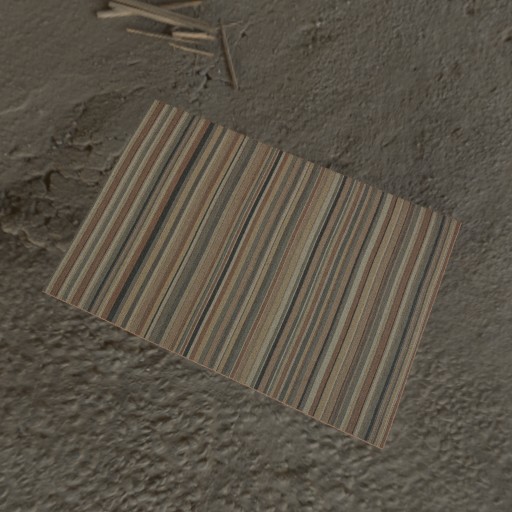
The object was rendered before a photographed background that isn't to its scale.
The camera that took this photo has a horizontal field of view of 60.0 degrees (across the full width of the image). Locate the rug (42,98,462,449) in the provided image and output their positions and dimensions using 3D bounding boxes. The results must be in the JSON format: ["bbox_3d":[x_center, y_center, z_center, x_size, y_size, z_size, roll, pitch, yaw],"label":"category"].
[{"bbox_3d":[0.000,0.000,2.288,1.829,0.008,1.219,23,76,6],"label":"rug"}]
